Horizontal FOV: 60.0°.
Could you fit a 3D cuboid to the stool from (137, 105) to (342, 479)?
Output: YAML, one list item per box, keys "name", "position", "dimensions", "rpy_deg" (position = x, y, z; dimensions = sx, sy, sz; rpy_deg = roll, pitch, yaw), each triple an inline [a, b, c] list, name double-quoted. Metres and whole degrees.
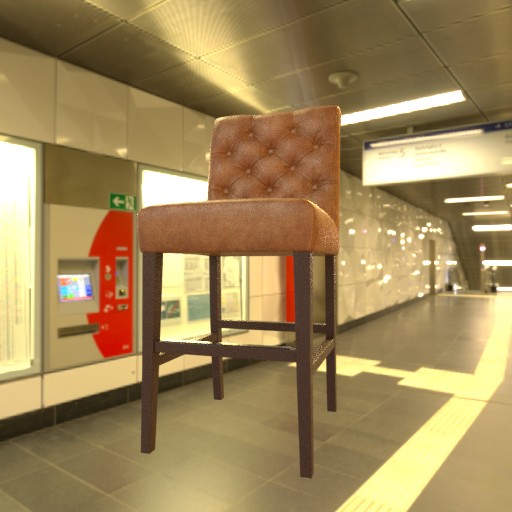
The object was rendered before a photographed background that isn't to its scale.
- name: "stool"
  position: [0.000, 0.000, 1.372]
  dimensions: [0.493, 1.047, 0.601]
  rpy_deg: [0, -1, 18]
